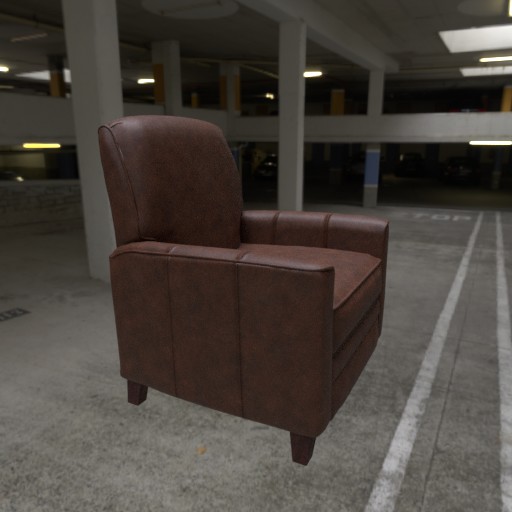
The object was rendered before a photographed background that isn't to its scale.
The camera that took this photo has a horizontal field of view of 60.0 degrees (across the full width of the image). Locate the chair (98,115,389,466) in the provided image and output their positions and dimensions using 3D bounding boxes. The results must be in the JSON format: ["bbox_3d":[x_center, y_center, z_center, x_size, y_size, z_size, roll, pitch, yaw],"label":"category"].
[{"bbox_3d":[0.000,0.000,1.648,0.850,1.010,0.839,8,17,27],"label":"chair"}]
